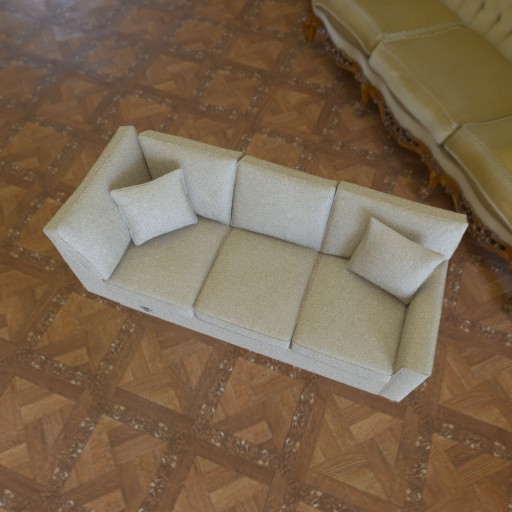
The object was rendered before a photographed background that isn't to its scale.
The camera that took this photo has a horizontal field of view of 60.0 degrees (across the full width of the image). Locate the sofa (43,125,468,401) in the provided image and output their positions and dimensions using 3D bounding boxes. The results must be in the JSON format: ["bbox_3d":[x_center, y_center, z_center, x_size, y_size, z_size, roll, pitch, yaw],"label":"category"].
[{"bbox_3d":[0.000,0.000,2.920,2.323,0.948,1.053,17,60,10],"label":"sofa"}]
